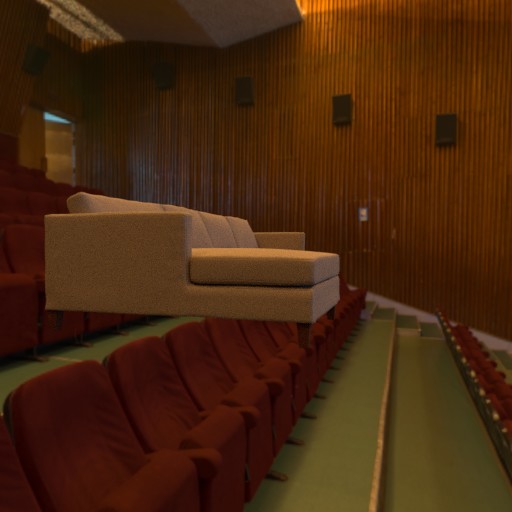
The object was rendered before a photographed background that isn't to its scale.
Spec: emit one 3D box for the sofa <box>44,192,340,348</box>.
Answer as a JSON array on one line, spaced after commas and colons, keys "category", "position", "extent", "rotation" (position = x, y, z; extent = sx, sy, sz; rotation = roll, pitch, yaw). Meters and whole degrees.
[{"category": "sofa", "position": [0.000, 0.000, 3.867], "extent": [1.625, 0.846, 3.186], "rotation": [0, 1, 18]}]
